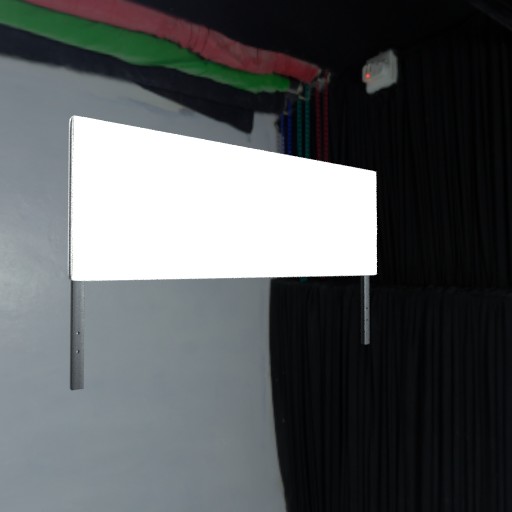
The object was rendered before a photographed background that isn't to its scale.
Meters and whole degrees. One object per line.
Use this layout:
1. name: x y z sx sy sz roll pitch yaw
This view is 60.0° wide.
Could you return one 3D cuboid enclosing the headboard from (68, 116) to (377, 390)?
1. headboard: 0.000 0.000 2.951 2.362 1.410 0.120 1 -1 -36
